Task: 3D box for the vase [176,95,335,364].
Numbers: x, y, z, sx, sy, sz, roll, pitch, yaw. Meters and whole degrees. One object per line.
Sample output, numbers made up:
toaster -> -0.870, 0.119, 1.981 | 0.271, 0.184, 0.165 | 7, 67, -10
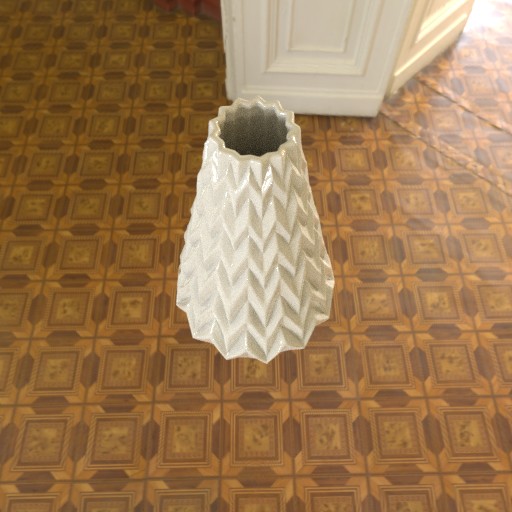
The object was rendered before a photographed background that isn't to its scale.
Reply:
vase -> 0.000, 0.000, 0.410 | 0.167, 0.328, 0.167 | 0, 62, 0
